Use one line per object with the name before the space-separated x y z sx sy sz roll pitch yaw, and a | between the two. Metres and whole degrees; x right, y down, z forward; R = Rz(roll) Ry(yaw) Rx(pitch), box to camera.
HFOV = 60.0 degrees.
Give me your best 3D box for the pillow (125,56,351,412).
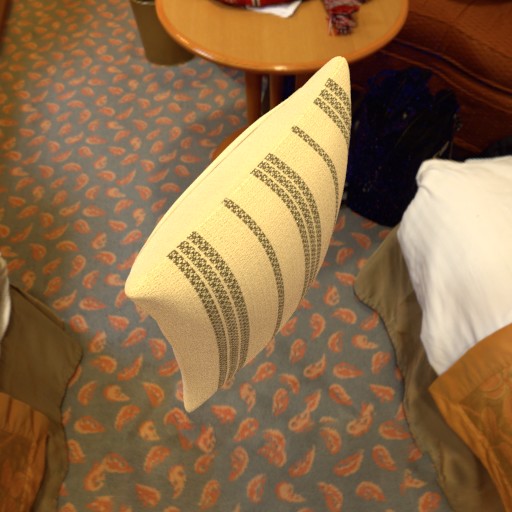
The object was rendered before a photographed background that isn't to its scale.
pillow | 0.000 0.000 0.635 0.173 0.406 0.405 29 62 17
